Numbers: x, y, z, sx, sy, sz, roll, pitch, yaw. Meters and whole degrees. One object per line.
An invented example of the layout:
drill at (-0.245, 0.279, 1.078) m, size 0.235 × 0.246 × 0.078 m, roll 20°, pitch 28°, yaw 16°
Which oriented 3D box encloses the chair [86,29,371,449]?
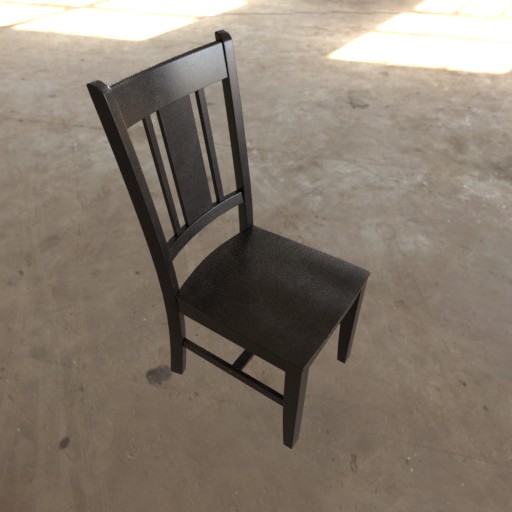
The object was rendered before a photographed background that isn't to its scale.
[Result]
chair at (0.000, 0.000, 1.242) m, size 0.555 × 0.998 × 0.450 m, roll 24°, pitch 47°, yaw 25°
